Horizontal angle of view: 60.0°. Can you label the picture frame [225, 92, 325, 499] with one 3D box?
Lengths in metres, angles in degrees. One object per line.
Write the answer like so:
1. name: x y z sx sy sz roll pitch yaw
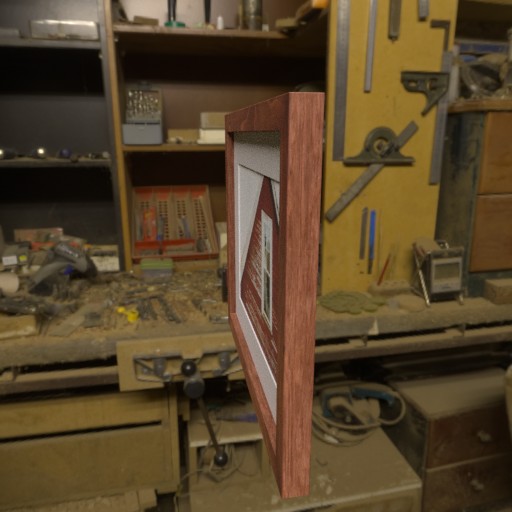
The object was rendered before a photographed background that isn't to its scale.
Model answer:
1. picture frame: 0.000 0.000 0.521 0.025 0.330 0.381 -3 16 -10
